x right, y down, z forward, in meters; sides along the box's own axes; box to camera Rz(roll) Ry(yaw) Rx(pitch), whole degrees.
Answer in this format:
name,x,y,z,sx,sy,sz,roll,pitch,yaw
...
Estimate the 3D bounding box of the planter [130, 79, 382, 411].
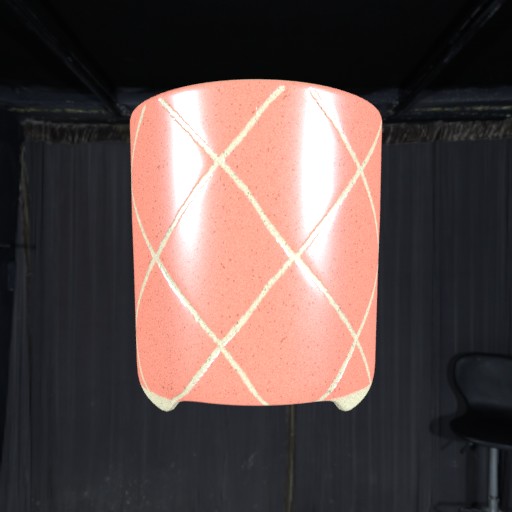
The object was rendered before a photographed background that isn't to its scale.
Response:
name,x,y,z,sx,sy,sz,roll,pitch,yaw
planter,0.000,0.000,0.346,0.191,0.200,0.191,0,-1,0
